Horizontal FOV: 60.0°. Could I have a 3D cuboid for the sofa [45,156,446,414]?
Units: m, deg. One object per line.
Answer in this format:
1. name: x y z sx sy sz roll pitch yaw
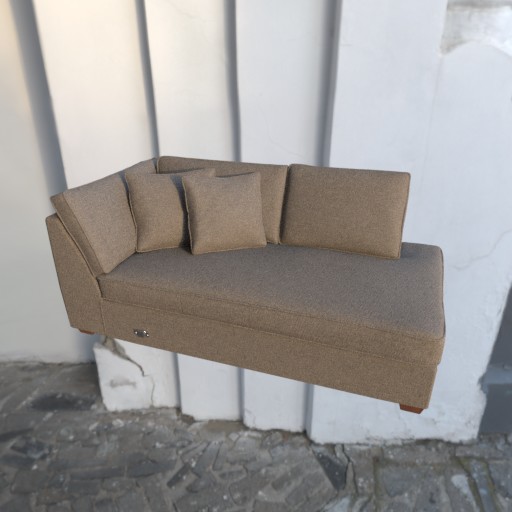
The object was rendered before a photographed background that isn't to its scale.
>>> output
1. sofa: 0.000 0.000 2.789 2.237 1.033 1.110 9 27 17
